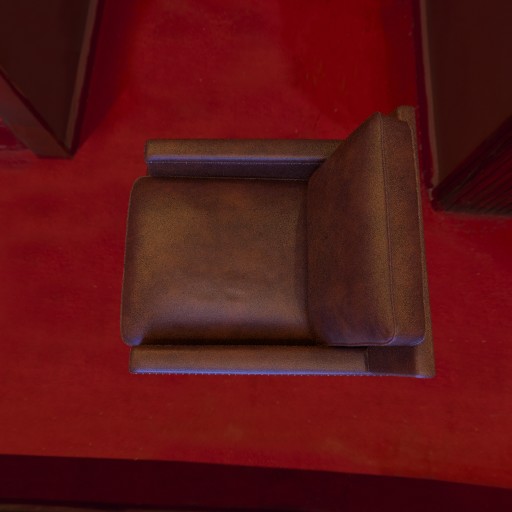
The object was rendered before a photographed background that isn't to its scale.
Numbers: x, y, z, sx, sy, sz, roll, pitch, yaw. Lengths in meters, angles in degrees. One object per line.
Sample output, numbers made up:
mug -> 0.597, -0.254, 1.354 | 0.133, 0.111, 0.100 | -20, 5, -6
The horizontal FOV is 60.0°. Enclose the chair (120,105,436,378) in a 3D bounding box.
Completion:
chair -> 0.000, 0.000, 1.650 | 1.014, 0.929, 0.853 | 0, 77, 0
